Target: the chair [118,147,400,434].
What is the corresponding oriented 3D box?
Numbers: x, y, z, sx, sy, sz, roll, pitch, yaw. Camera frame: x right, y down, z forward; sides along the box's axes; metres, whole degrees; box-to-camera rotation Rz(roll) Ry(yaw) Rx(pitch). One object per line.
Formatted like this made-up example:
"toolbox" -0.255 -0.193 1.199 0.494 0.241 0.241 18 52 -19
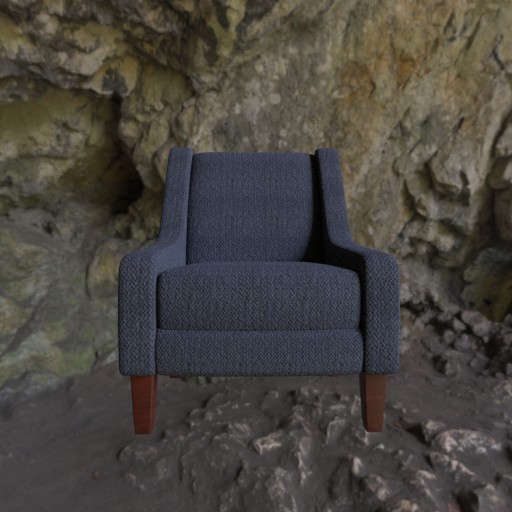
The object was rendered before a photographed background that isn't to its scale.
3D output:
"chair" 0.000 0.000 1.678 0.793 1.012 0.944 0 0 -1
